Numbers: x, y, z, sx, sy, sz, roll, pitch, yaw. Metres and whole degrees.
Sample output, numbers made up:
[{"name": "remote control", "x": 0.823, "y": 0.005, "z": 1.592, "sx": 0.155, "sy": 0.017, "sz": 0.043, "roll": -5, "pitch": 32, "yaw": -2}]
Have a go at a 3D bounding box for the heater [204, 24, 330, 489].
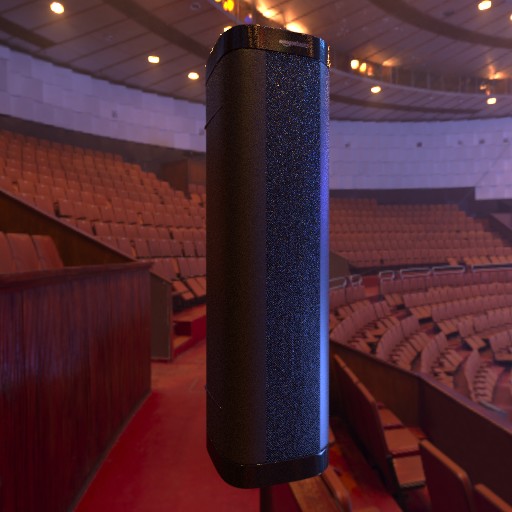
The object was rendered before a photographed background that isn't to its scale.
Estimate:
[{"name": "heater", "x": 0.000, "y": 0.000, "z": 0.690, "sx": 0.174, "sy": 0.552, "sz": 0.312, "roll": 0, "pitch": 1, "yaw": -18}]
